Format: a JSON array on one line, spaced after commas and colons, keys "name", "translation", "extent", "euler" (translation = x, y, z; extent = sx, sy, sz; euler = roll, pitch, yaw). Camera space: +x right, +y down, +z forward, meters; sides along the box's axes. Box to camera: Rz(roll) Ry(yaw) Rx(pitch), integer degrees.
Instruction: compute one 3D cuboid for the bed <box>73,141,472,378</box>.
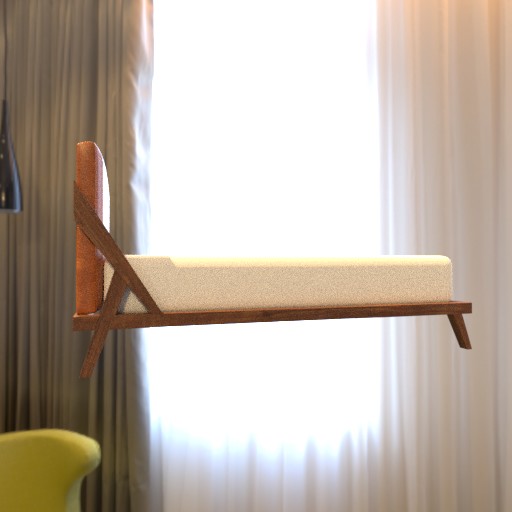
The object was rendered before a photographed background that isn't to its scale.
[{"name": "bed", "translation": [0.000, 0.000, 3.215], "extent": [2.311, 1.168, 1.651], "euler": [0, 0, -17]}]
